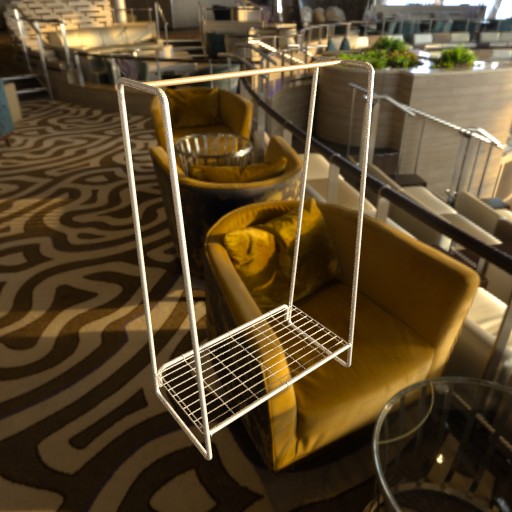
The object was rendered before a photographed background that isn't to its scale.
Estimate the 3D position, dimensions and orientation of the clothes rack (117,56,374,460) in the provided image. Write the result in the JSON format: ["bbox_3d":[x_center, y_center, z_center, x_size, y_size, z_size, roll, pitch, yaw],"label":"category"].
[{"bbox_3d":[0.000,0.000,1.910,0.900,1.500,0.495,-22,37,-32],"label":"clothes rack"}]
